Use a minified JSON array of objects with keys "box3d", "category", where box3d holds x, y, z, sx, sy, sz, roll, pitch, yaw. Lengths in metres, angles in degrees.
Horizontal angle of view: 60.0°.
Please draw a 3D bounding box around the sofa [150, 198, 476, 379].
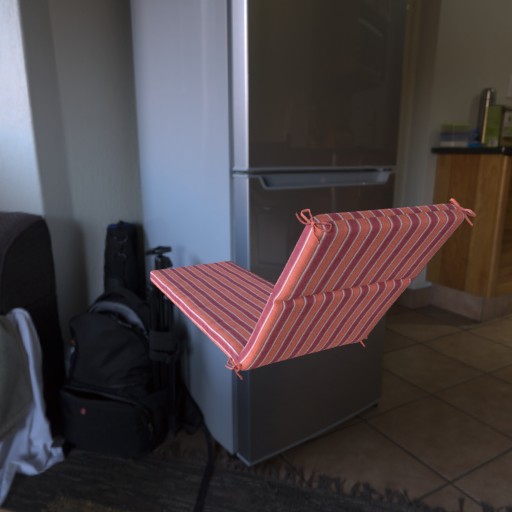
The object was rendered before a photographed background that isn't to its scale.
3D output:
[{"box3d":[0.000,0.000,1.903,0.582,0.622,1.663,-7,16,-27],"category":"sofa"}]
